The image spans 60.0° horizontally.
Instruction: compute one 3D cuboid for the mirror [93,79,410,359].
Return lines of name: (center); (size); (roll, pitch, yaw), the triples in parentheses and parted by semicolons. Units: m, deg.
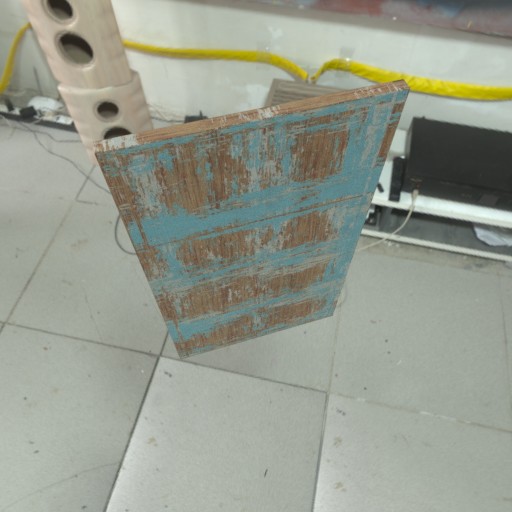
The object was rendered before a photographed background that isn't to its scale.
mirror: (0.000, 0.000, 1.482); (0.707, 1.213, 0.083); (-14, 59, -9)
